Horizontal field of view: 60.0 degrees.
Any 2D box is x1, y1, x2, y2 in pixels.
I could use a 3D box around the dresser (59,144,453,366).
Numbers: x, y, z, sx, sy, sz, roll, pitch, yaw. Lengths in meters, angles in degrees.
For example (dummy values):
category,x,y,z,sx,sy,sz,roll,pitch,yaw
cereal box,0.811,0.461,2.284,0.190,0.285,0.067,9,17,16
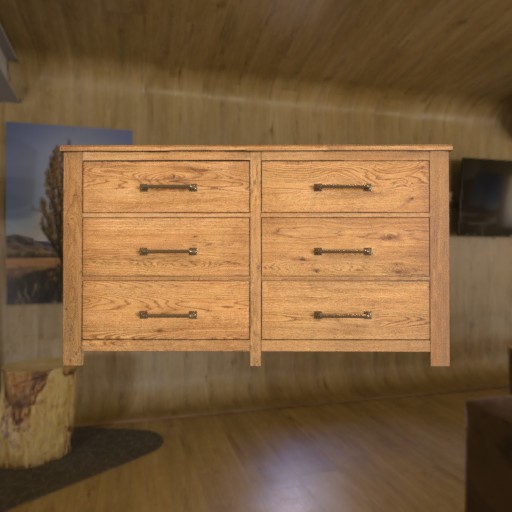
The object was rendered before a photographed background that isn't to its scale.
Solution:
category,x,y,z,sx,sy,sz,roll,pitch,yaw
dresser,0.000,0.000,2.108,1.657,0.932,0.563,0,-1,0
